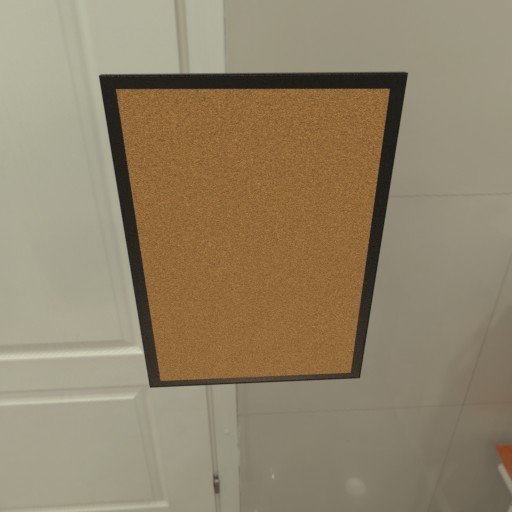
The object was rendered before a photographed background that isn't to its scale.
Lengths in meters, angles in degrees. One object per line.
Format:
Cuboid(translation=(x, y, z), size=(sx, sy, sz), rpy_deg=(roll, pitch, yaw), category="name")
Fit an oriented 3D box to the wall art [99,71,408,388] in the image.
Cuboid(translation=(0.000, 0.000, 0.856), size=(0.480, 0.657, 0.016), rpy_deg=(-2, 30, -3), category="wall art")
